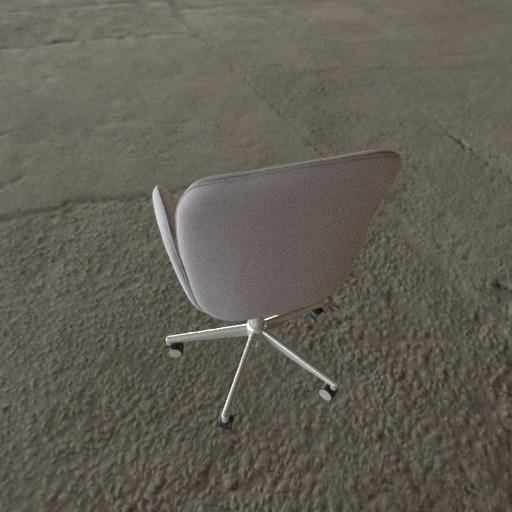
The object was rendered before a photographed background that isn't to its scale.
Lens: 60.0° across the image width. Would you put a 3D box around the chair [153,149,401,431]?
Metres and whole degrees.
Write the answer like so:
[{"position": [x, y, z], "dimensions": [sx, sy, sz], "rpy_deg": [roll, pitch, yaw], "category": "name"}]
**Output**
[{"position": [0.000, 0.000, 1.393], "dimensions": [0.648, 0.959, 0.654], "rpy_deg": [-12, 41, -14], "category": "chair"}]
